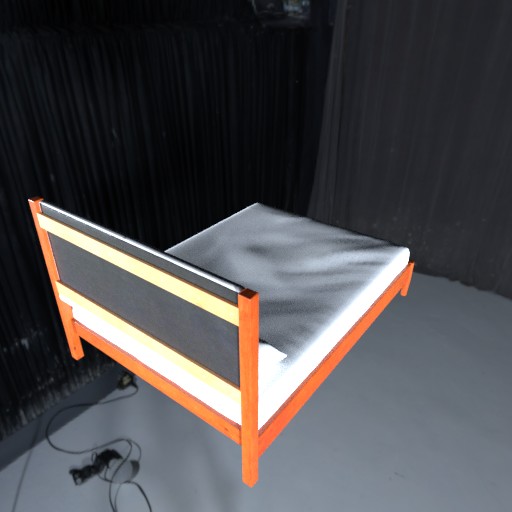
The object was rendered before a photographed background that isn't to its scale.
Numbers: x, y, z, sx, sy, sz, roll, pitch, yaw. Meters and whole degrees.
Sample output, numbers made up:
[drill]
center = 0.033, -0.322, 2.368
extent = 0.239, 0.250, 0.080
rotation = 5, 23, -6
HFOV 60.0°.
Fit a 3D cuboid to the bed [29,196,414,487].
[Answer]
[bed]
center = 0.000, 0.000, 3.062
extent = 1.566, 1.165, 2.117
rotation = 21, 36, 31
